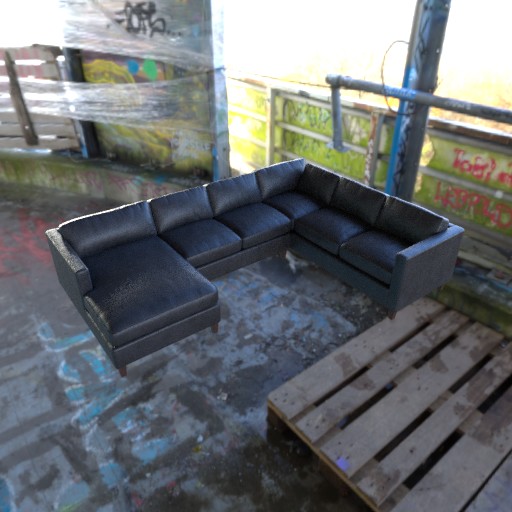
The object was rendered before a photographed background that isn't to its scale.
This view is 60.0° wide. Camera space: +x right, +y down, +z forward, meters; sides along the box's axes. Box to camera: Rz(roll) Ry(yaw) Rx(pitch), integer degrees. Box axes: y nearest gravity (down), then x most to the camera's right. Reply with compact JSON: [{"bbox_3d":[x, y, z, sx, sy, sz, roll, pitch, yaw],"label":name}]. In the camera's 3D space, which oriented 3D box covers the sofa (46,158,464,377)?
[{"bbox_3d":[0.000,0.000,4.494,3.324,0.891,2.452,-21,37,-31],"label":"sofa"}]
